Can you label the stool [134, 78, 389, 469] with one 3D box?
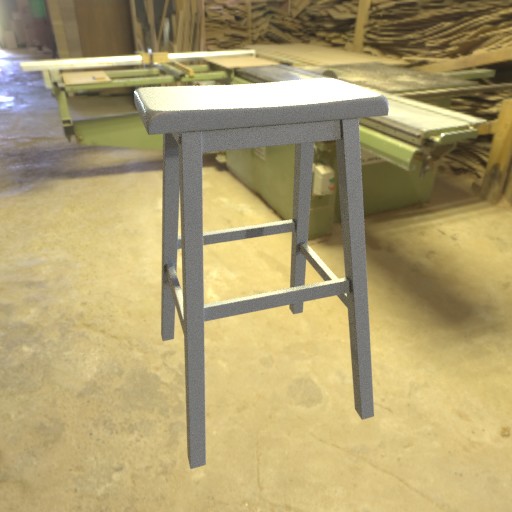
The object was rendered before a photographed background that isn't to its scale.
[{"bbox_3d":[0.000,0.000,1.043,0.457,0.737,0.476,-9,31,-16],"label":"stool"}]
